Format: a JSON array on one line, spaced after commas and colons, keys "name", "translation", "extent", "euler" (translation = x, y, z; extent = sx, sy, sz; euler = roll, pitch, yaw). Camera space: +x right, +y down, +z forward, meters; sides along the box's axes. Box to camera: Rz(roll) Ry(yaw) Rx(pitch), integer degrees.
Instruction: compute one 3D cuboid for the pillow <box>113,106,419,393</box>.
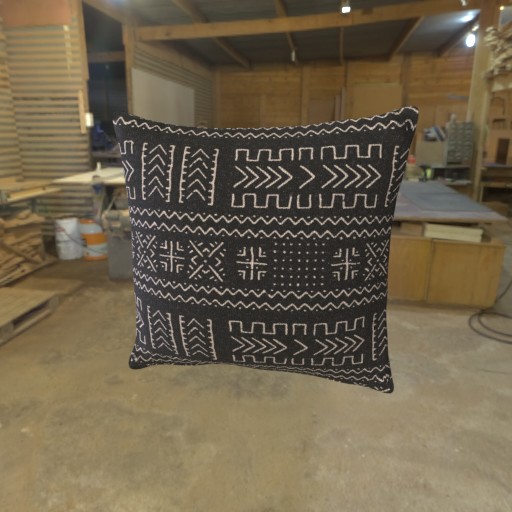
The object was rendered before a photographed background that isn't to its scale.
[{"name": "pillow", "translation": [0.000, 0.000, 0.674], "extent": [0.438, 0.430, 0.164], "euler": [2, 16, 8]}]
